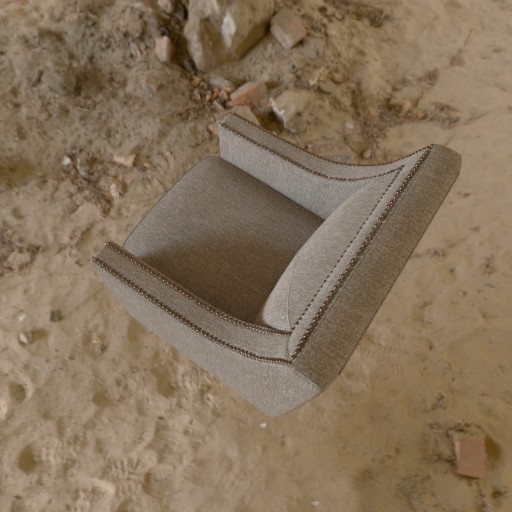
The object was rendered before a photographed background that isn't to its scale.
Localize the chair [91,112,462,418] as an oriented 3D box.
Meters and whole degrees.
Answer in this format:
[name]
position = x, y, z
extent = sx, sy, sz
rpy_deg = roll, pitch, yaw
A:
[chair]
position = 0.000, 0.000, 1.597
extent = 0.884, 0.967, 0.776
rpy_deg = 32, 68, 15
